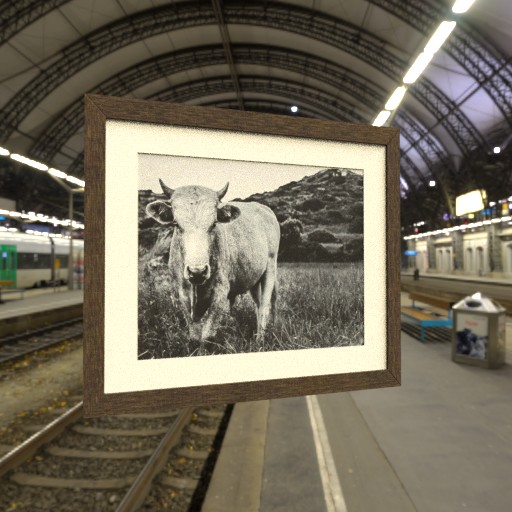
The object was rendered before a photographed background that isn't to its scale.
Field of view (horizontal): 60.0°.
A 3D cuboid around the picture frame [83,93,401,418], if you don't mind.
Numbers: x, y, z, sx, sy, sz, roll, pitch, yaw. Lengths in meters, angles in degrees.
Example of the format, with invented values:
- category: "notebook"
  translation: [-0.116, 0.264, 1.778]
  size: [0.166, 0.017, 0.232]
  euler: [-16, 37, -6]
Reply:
- category: "picture frame"
  translation: [0.000, 0.000, 0.524]
  size: [0.378, 0.330, 0.033]
  euler: [0, -1, -18]
